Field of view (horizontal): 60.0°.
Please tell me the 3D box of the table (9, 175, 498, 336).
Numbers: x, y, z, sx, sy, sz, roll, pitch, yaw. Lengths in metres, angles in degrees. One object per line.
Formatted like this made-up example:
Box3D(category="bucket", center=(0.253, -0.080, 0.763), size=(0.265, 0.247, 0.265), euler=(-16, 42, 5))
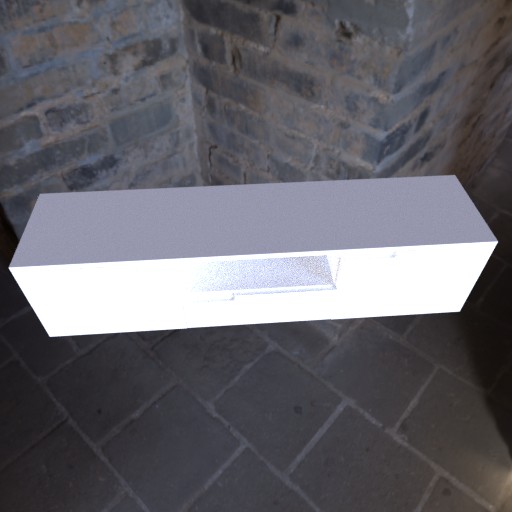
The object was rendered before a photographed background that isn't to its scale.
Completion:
Box3D(category="table", center=(0.000, 0.000, 1.776), size=(1.650, 0.420, 0.390), euler=(-3, 46, -3))
